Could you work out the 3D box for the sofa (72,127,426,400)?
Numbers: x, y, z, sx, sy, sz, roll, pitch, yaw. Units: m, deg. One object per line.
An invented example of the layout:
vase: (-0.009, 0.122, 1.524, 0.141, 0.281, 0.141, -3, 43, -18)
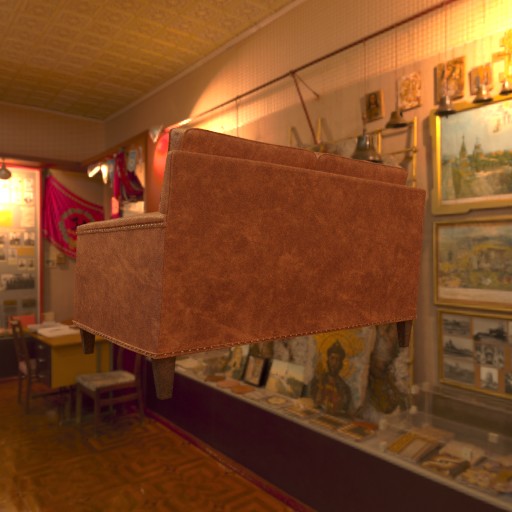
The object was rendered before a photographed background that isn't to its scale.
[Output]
sofa: (0.000, 0.000, 2.340, 1.597, 1.003, 1.084, 0, 0, -37)
